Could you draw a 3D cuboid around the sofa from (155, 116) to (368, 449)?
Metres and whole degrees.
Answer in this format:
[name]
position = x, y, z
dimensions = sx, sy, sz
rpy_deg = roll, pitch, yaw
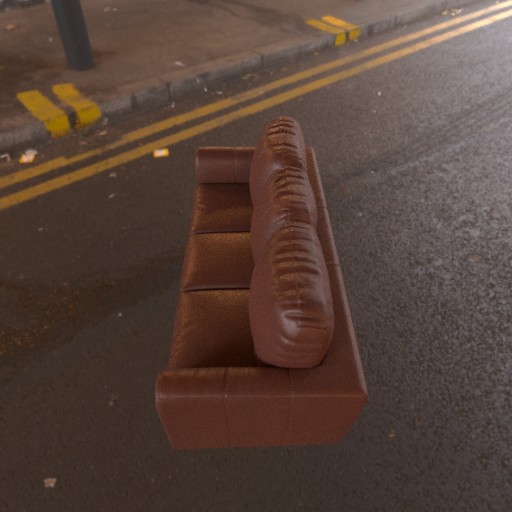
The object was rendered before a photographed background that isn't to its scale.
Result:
[sofa]
position = 0.000, 0.000, 2.380
dimensions = 0.802, 0.915, 1.862
rpy_deg = -1, 43, -1
